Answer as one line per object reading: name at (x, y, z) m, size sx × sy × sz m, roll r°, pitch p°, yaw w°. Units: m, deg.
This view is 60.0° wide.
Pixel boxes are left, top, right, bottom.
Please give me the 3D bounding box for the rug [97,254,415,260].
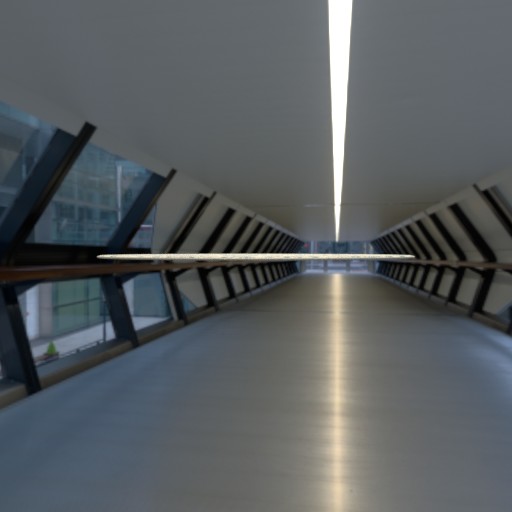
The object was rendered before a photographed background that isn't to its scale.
rug at (0.000, 0.000, 2.358) m, size 1.593 × 0.012 × 1.593 m, roll 0°, pitch 1°, yaw 0°
